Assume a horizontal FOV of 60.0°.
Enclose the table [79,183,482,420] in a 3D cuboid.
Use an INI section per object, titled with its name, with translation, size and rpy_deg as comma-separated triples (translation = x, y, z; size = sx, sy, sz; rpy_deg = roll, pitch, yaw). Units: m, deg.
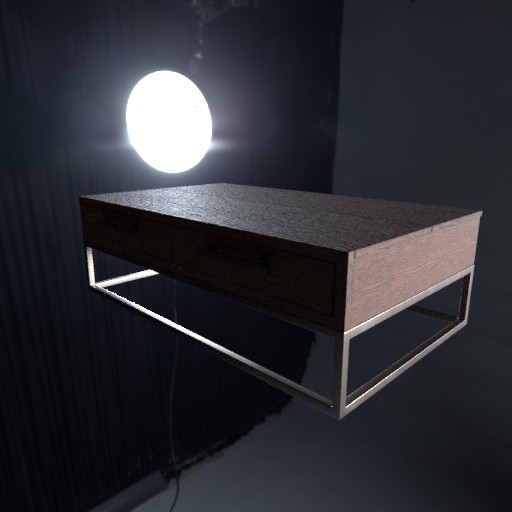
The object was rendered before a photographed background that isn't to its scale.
[table]
translation = 0.000, 0.000, 1.504
size = 1.167, 0.361, 0.719
rpy_deg = 14, 21, 43
